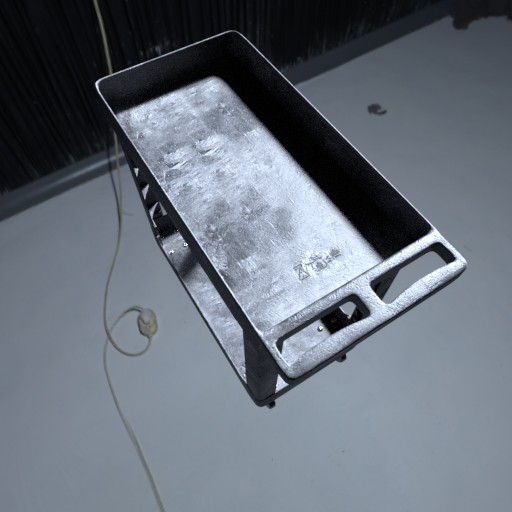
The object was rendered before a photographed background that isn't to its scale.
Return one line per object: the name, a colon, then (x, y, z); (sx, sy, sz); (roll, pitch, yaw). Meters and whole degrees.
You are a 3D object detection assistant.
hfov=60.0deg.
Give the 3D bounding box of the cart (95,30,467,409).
cart: (0.000, 0.000, 1.323); (0.420, 0.824, 0.877); (-28, 64, -16)
